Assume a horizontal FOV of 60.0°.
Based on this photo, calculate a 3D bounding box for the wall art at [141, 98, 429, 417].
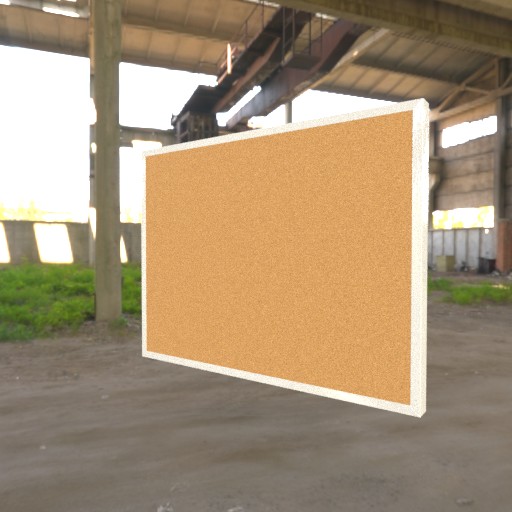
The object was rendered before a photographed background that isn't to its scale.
[{"bbox_3d":[0.000,0.000,1.415,1.041,0.787,0.053,1,2,36],"label":"wall art"}]
